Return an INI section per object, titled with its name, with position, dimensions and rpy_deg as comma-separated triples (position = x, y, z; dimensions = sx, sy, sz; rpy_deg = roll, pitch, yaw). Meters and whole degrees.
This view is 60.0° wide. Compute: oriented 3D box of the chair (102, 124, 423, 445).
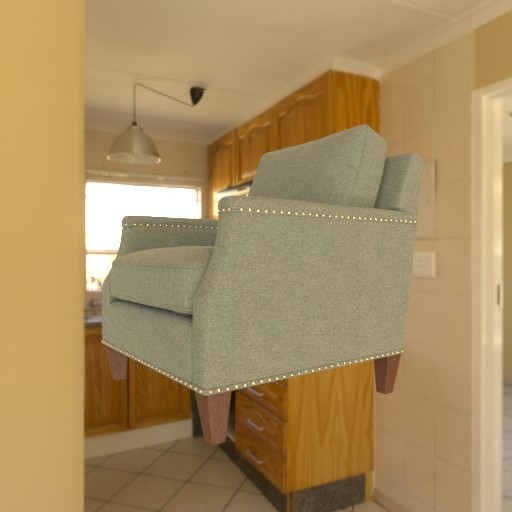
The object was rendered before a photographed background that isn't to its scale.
[chair]
position = 0.000, 0.000, 1.803
dimensions = 1.031, 1.031, 0.885
rpy_deg = 0, 0, -36
